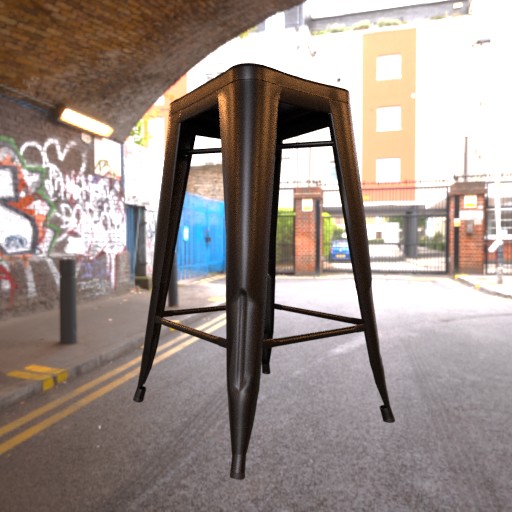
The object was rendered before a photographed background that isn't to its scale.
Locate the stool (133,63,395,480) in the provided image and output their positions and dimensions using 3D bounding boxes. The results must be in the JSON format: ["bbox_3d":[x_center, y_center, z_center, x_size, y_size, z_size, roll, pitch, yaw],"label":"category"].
[{"bbox_3d":[0.000,0.000,0.863,0.359,0.609,0.399,-1,2,-36],"label":"stool"}]
